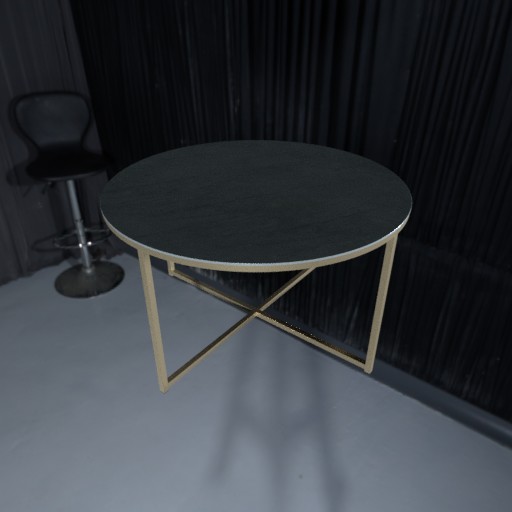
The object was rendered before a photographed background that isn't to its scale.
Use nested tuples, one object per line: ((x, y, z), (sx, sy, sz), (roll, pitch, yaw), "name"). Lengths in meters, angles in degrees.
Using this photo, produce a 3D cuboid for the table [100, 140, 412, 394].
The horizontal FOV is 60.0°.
((0.000, 0.000, 1.304), (0.800, 0.450, 0.800), (0, 31, 0), "table")
